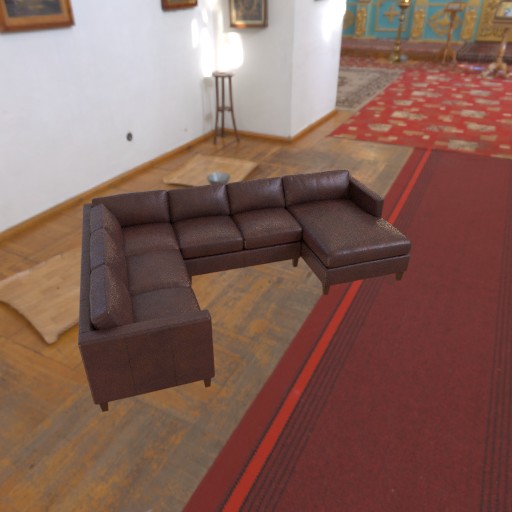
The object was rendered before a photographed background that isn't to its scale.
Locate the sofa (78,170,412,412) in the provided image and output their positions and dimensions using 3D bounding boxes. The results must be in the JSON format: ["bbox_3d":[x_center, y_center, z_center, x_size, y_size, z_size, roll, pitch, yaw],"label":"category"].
[{"bbox_3d":[0.000,0.000,4.591,3.324,0.891,2.452,-9,32,-15],"label":"sofa"}]
